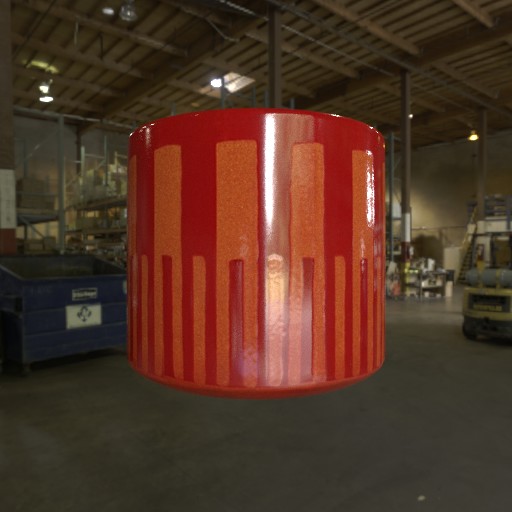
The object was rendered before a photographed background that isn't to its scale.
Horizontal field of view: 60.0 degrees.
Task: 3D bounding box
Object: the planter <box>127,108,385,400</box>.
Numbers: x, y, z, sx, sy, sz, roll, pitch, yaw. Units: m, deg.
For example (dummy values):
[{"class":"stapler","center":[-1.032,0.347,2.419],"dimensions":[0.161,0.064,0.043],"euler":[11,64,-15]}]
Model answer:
[{"class":"planter","center":[0.000,0.000,0.411],"dimensions":[0.230,0.202,0.230],"euler":[0,1,0]}]
